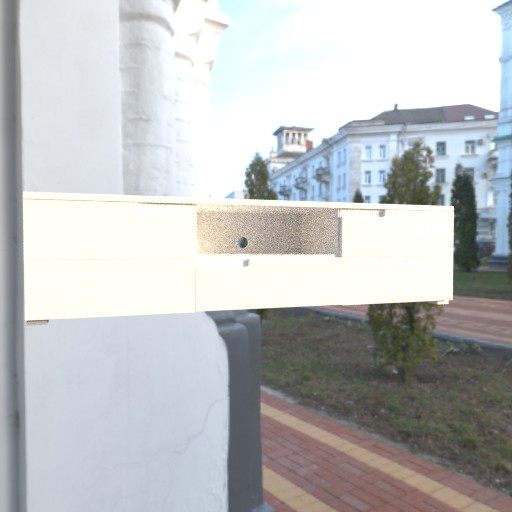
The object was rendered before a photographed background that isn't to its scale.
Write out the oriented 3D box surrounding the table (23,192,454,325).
[{"bbox_3d":[0.000,0.000,1.821,1.650,0.420,0.390,0,1,-18],"label":"table"}]
